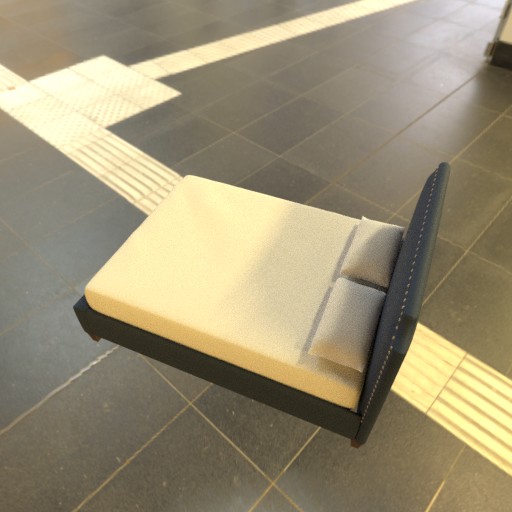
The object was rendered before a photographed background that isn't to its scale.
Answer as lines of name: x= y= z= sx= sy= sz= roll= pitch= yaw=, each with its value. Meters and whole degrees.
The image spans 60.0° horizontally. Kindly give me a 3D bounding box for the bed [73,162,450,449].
bed: x=0.000 y=0.000 z=3.431 sx=2.372 sy=1.443 sz=1.712 roll=17 pitch=48 yaw=16
